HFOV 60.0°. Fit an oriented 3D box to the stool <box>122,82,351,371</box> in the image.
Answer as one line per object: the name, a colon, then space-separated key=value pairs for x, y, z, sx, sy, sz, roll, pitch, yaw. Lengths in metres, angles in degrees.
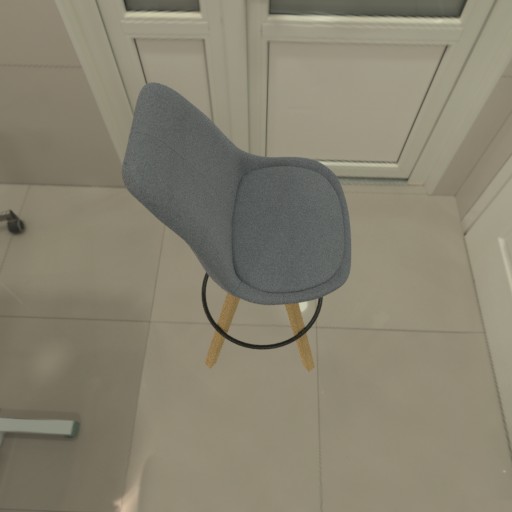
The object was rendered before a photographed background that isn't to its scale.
stool: x=0.000 y=0.000 z=1.424 sx=0.550 sy=1.115 sz=0.485 roll=2 pitch=62 yaw=1
